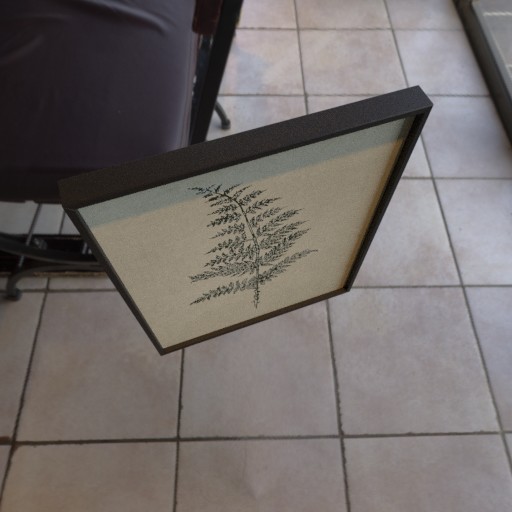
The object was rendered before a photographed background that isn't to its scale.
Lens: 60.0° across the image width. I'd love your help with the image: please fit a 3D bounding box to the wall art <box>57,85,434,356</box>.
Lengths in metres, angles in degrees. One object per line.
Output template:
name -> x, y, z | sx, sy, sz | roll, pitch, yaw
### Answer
wall art -> 0.000, 0.000, 0.756 | 0.449, 0.555, 0.039 | -18, 63, -9
